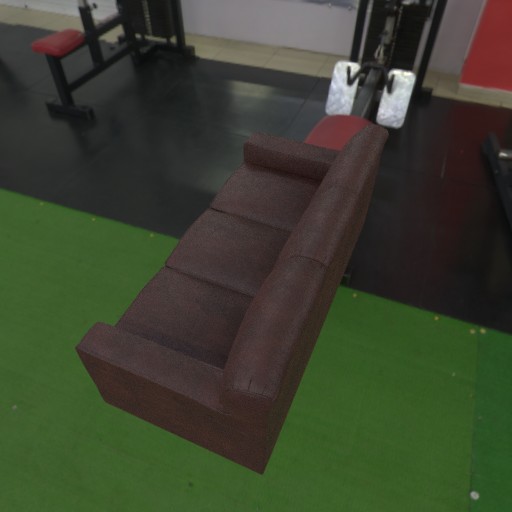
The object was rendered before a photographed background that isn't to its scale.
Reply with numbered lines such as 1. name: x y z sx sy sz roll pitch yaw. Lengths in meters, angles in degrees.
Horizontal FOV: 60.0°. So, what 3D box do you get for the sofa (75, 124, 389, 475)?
1. sofa: 0.000 0.000 2.621 1.008 0.953 2.039 18 49 16
